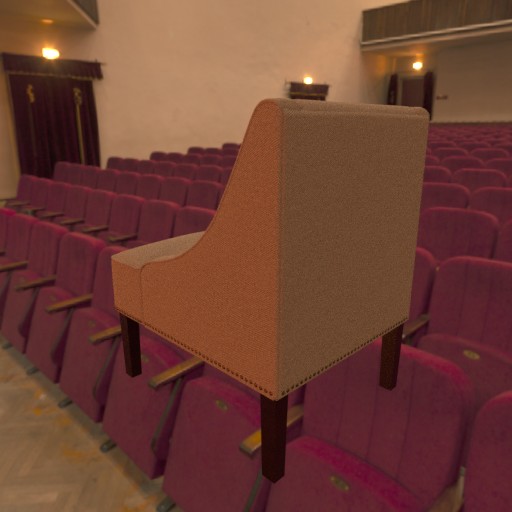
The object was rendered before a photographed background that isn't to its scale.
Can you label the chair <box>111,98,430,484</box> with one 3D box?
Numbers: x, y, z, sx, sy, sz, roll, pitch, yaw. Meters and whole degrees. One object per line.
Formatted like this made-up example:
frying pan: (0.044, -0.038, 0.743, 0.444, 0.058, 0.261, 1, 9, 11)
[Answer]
chair: (0.000, 0.000, 1.373, 0.628, 0.872, 0.748, -16, 22, -43)
